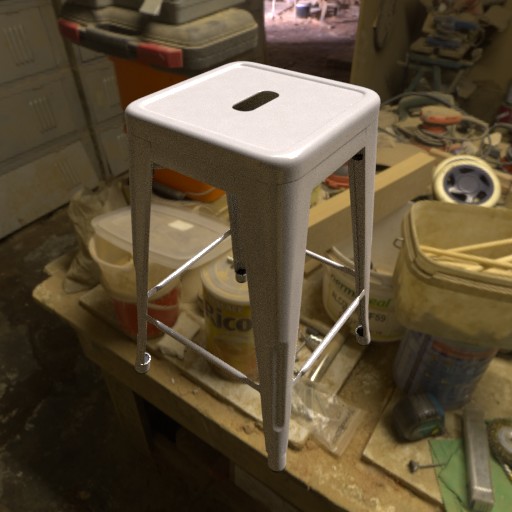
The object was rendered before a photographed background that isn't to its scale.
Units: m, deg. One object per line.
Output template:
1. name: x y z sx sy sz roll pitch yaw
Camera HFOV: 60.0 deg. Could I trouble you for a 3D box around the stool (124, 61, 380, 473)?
1. stool: 0.000 0.000 0.853 0.406 0.610 0.406 25 46 27
